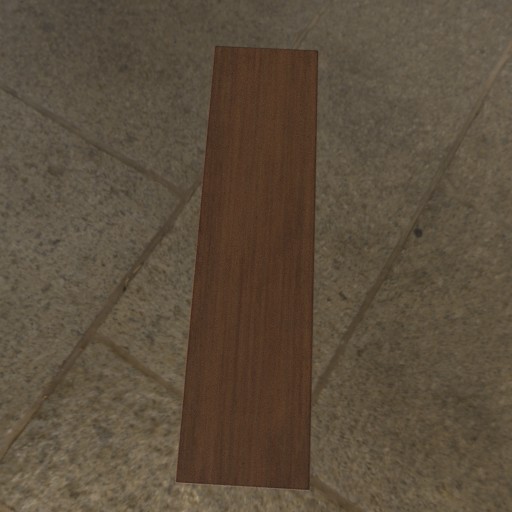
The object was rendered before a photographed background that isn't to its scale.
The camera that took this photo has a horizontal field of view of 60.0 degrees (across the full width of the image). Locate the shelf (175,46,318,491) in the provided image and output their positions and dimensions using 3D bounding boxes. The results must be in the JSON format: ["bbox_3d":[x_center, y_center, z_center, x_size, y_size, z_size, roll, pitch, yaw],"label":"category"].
[{"bbox_3d":[0.000,0.000,0.715,0.166,0.190,0.636,3,75,1],"label":"shelf"}]
